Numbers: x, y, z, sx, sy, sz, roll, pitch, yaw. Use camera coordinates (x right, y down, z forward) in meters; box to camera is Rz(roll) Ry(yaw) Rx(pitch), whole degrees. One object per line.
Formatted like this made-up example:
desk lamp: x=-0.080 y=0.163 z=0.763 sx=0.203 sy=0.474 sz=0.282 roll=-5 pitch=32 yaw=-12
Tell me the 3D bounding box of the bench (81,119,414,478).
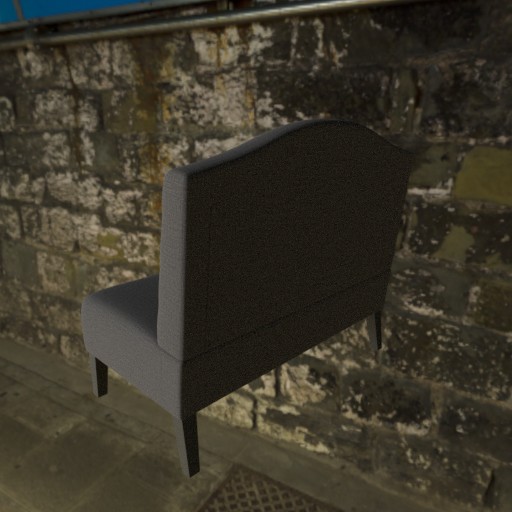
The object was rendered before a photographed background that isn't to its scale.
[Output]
bench: x=0.000 y=0.000 z=2.006 sx=0.815 sy=1.180 sz=1.335 roll=16 pitch=23 yaw=42
